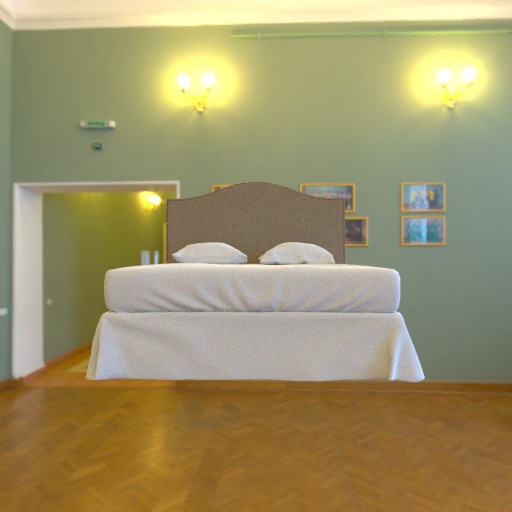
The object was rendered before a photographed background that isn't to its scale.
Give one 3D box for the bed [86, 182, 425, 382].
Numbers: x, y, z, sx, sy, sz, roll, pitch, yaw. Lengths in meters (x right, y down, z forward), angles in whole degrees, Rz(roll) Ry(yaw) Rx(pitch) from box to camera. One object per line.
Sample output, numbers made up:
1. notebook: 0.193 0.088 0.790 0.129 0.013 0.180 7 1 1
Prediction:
1. bed: 0.000 0.000 3.905 2.311 1.651 2.222 0 0 1
